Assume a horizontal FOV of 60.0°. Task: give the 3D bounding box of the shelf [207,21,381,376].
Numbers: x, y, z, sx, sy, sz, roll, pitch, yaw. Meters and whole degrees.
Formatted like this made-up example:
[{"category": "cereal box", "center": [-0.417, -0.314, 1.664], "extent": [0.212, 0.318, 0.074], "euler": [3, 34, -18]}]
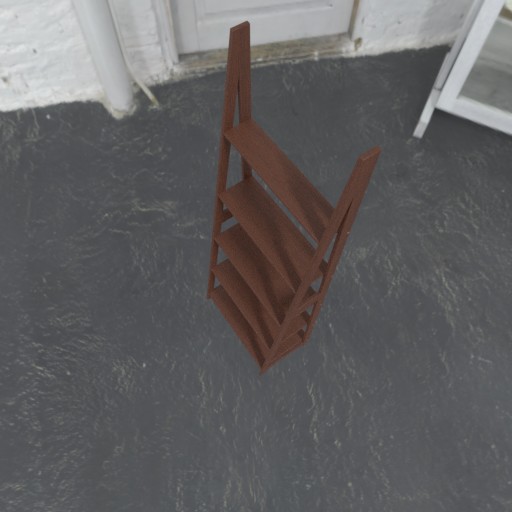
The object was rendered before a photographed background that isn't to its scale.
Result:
[{"category": "shelf", "center": [0.000, 0.000, 1.960], "extent": [0.350, 1.770, 0.600], "euler": [-32, 68, -15]}]
